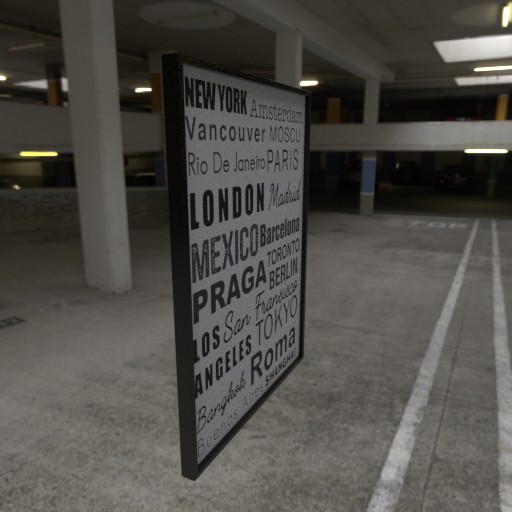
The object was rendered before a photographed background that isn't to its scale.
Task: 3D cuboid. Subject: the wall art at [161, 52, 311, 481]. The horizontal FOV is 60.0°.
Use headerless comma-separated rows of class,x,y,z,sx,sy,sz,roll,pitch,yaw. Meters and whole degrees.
wall art,0.000,0.000,1.390,0.043,1.046,0.788,7,16,26
